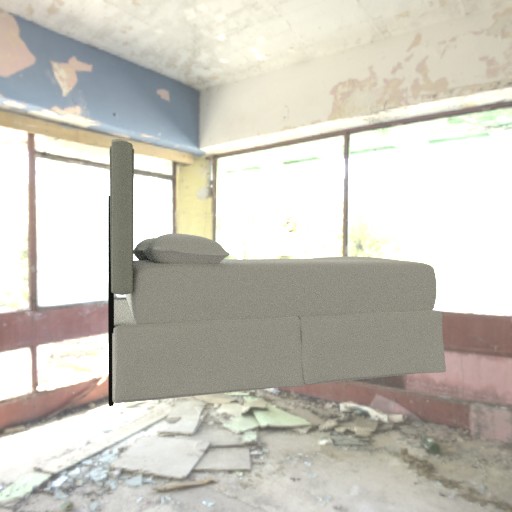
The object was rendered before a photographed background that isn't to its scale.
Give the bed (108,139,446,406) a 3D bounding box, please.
[{"bbox_3d":[0.000,0.000,3.461,2.180,1.607,1.813,0,0,-18],"label":"bed"}]
